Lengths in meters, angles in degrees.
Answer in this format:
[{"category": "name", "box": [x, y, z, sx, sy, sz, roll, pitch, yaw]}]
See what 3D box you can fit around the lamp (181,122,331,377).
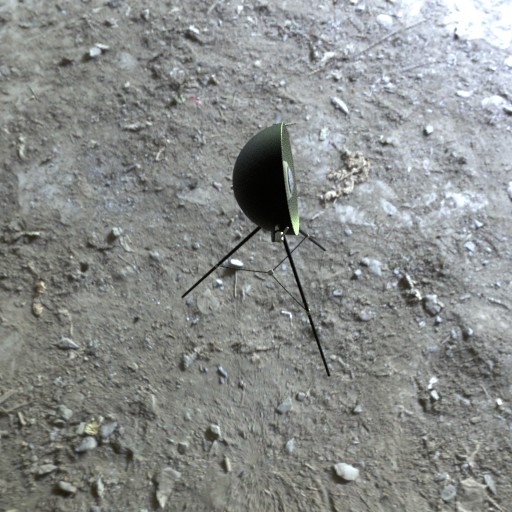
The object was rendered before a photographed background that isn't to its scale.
[{"category": "lamp", "box": [0.000, 0.000, 2.032, 0.920, 1.512, 0.817, 0, 64, 0]}]
